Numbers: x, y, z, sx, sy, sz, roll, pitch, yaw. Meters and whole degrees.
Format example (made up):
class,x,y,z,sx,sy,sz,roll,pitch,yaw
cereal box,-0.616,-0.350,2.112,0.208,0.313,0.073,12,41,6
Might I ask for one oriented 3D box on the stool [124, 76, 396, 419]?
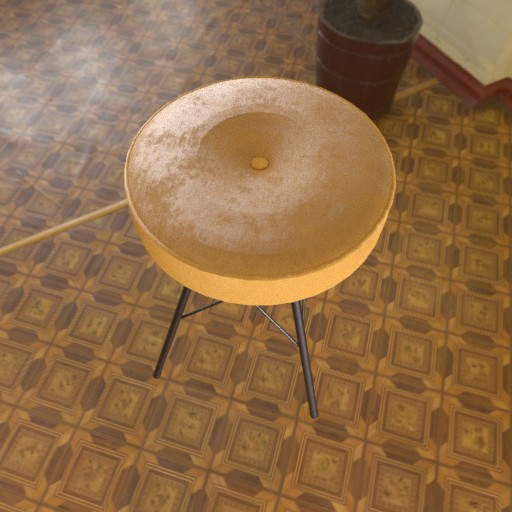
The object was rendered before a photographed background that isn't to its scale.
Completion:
class,x,y,z,sx,sy,sz,roll,pitch,yaw
stool,0.000,0.000,0.937,0.438,0.595,0.472,14,59,8
